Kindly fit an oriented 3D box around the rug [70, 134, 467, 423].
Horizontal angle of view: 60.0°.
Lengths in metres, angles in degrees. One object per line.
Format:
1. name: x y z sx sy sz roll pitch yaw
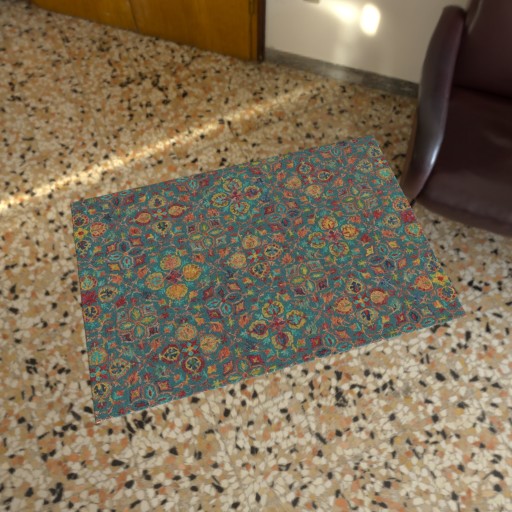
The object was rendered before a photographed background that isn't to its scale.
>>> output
1. rug: 0.000 0.000 2.348 1.836 0.014 1.216 -14 64 -7
